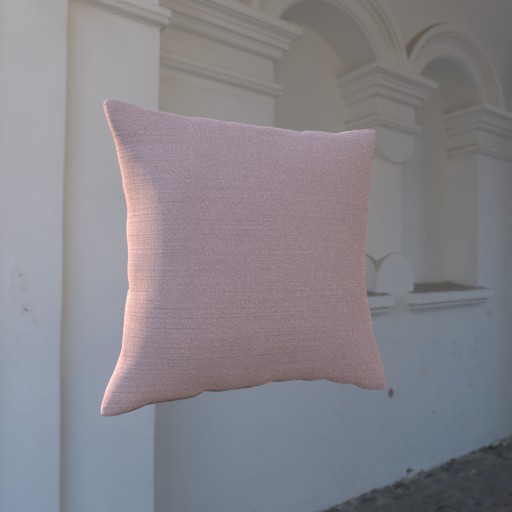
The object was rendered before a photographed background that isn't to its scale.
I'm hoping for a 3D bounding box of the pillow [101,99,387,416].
[{"bbox_3d":[0.000,0.000,0.716,0.470,0.464,0.175,0,-1,-19],"label":"pillow"}]
